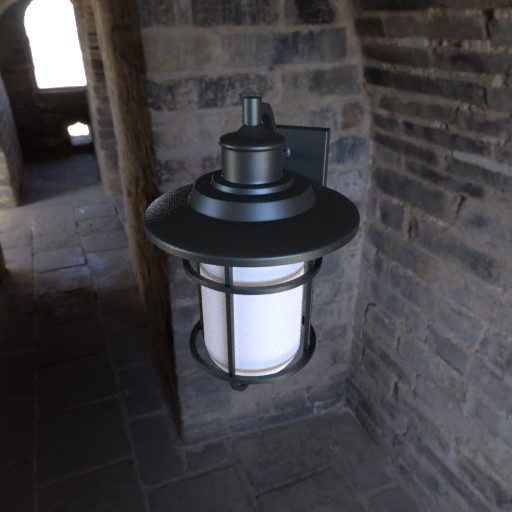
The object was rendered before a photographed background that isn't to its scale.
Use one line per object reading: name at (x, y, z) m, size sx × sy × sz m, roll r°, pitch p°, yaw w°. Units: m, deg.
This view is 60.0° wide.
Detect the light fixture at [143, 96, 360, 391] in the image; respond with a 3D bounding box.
light fixture at (0.000, 0.000, 0.503) m, size 0.222 × 0.345 × 0.252 m, roll 9°, pitch 28°, yaw 17°
